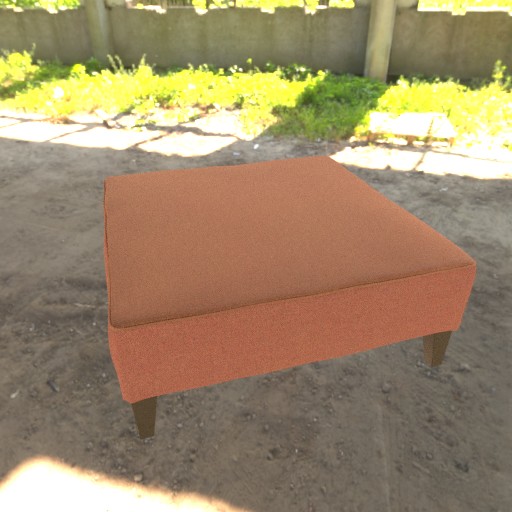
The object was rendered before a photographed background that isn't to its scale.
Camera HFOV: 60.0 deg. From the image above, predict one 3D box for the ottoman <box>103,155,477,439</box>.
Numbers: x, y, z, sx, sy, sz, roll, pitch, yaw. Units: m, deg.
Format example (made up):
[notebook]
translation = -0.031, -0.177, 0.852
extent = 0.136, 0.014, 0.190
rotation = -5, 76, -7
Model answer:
[ottoman]
translation = 0.000, 0.000, 1.574
extent = 0.999, 0.438, 0.997
rotation = -9, 32, -15
